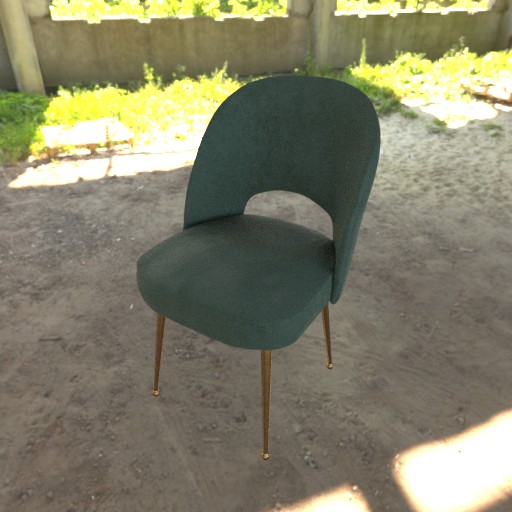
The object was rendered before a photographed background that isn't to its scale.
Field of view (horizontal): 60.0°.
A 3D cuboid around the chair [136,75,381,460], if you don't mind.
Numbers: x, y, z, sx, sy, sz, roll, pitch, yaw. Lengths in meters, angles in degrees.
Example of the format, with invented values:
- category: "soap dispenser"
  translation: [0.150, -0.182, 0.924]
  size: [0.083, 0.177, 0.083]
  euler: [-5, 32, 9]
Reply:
- category: "chair"
  translation: [0.000, 0.000, 1.217]
  size: [0.527, 0.860, 0.577]
  euler: [18, 34, 28]
